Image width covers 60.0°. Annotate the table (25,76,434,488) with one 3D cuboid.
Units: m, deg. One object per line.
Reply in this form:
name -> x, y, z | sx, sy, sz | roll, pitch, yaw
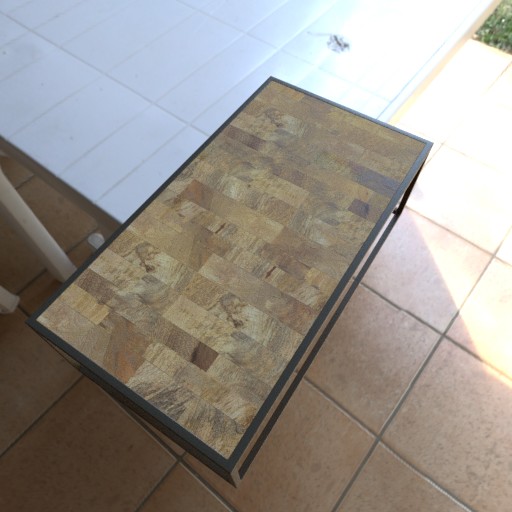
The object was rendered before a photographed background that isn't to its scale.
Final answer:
table -> 0.000, 0.000, 1.486 | 0.649, 0.398, 1.199 | 29, 63, 17
